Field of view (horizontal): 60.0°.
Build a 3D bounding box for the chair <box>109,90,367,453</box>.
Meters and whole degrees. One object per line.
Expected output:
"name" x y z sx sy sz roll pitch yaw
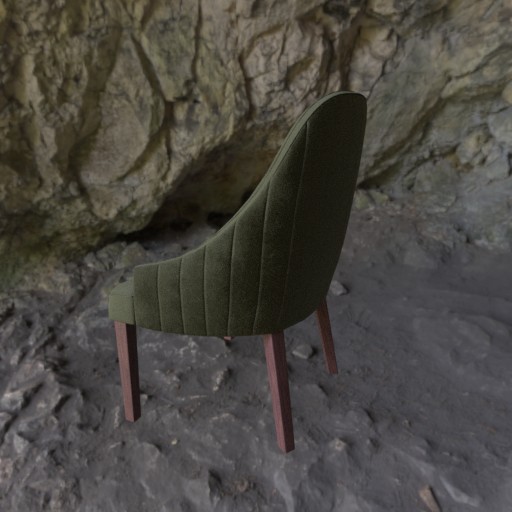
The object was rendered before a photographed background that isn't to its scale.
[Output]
"chair" 0.000 0.000 1.300 0.575 0.889 0.643 7 17 25
